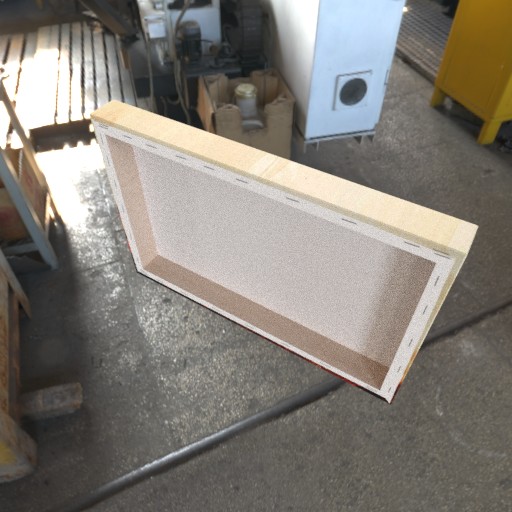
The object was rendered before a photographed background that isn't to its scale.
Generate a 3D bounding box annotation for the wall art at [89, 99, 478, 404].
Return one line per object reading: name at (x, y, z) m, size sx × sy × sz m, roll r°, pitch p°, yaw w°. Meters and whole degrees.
wall art at (0.000, 0.000, 0.492) m, size 0.383 × 0.251 × 0.037 m, roll 24°, pitch 52°, yaw 21°
